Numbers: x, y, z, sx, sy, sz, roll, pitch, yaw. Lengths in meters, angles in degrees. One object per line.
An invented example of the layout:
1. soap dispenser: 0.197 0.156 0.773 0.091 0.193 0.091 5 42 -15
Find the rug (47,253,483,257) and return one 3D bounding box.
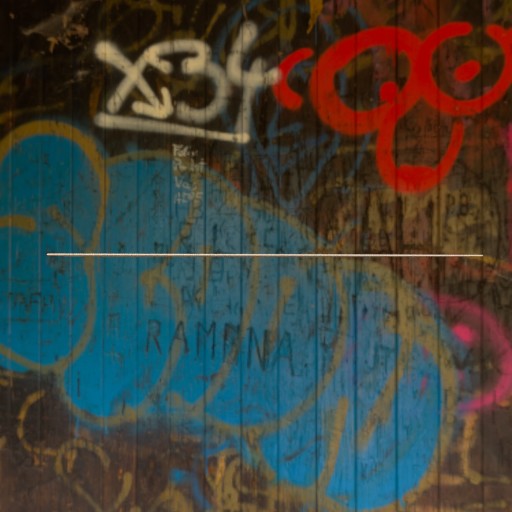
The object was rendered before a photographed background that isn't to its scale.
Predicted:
1. rug: 0.000 0.000 3.052 2.438 0.008 1.523 0 0 -18
